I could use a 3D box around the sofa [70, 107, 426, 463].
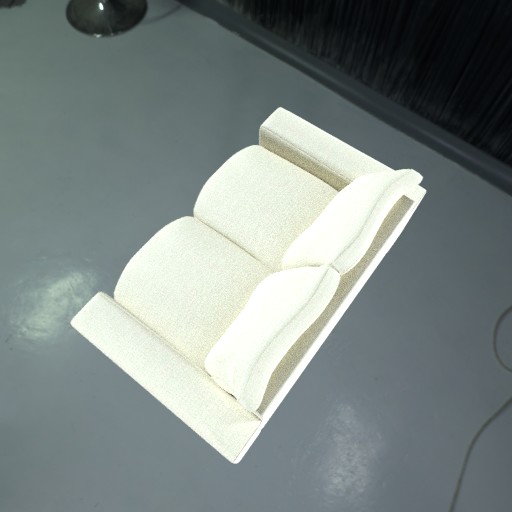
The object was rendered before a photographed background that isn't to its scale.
[{"bbox_3d":[0.000,0.000,2.416,1.091,0.875,1.754,35,69,15],"label":"sofa"}]
